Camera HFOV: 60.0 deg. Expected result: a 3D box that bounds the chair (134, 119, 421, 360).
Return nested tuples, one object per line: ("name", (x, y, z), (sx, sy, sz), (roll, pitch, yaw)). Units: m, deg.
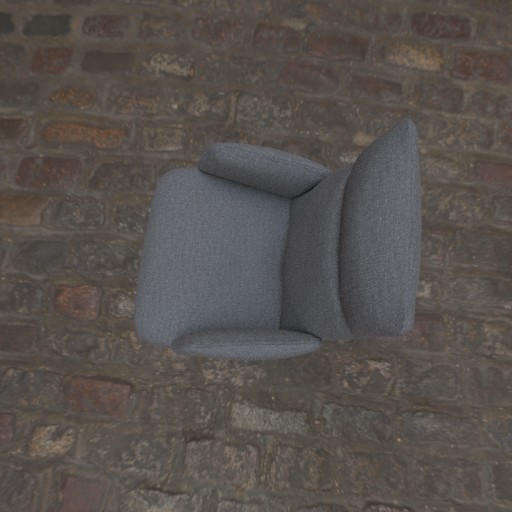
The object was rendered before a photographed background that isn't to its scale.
("chair", (0.000, 0.000, 1.501), (0.831, 0.984, 0.702), (6, 76, 1))
